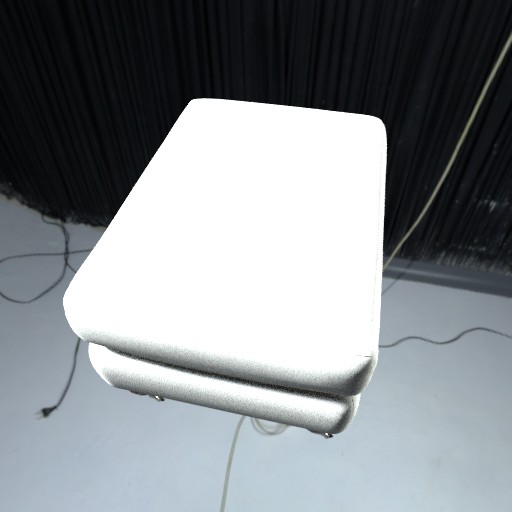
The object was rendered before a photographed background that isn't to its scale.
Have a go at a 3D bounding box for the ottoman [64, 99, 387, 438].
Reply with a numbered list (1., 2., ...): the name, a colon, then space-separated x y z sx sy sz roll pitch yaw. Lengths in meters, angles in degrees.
1. ottoman: 0.000 0.000 1.126 0.569 0.499 0.773 9 48 9
